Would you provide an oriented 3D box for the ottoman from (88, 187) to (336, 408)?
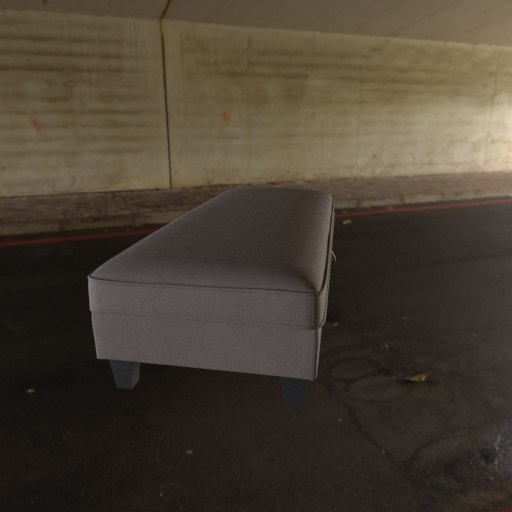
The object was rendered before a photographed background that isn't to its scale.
[{"bbox_3d":[0.000,0.000,2.123,0.751,0.470,1.764,3,17,10],"label":"ottoman"}]
